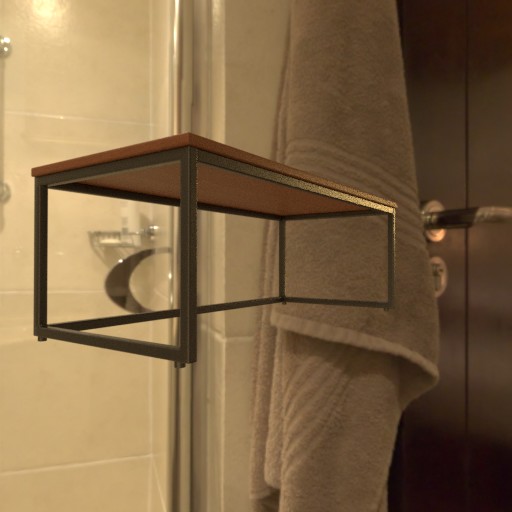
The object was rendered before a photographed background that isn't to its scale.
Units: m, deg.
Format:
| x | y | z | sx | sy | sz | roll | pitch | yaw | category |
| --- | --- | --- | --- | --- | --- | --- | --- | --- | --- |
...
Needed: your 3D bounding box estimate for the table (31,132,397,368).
| x | y | z | sx | sy | sz | roll | pitch | yaw | category |
| --- | --- | --- | --- | --- | --- | --- | --- | --- | --- |
| 0.000 | 0.000 | 1.329 | 0.500 | 0.400 | 1.100 | -1 | -1 | 35 | table |
